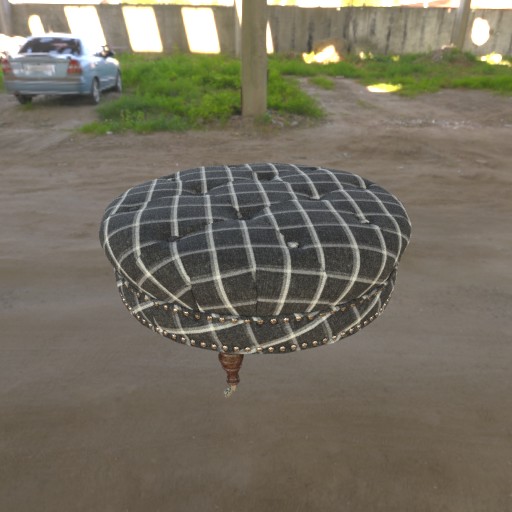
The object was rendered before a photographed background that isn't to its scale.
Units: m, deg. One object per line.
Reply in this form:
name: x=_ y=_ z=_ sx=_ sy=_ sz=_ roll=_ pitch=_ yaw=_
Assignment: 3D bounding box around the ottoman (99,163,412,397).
ottoman: x=0.000 y=0.000 z=1.398 sx=0.901 sy=0.439 sz=0.901 roll=0 pitch=27 yaw=0
